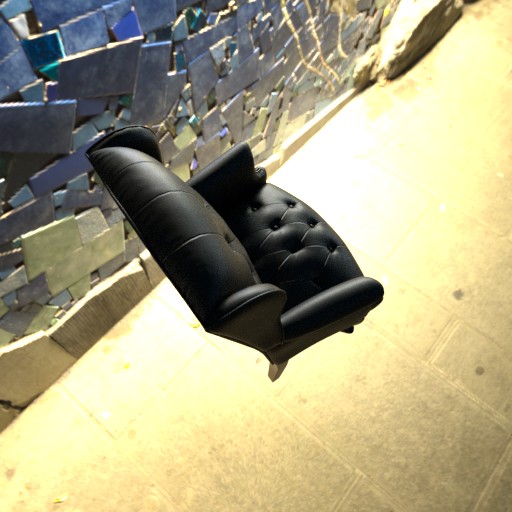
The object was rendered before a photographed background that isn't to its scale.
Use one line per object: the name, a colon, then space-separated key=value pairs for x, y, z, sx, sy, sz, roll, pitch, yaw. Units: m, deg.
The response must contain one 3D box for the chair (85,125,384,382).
chair: x=0.000 y=0.000 z=1.655 sx=0.762 sy=1.111 sz=0.838 roll=-31 pitch=64 yaw=-17
